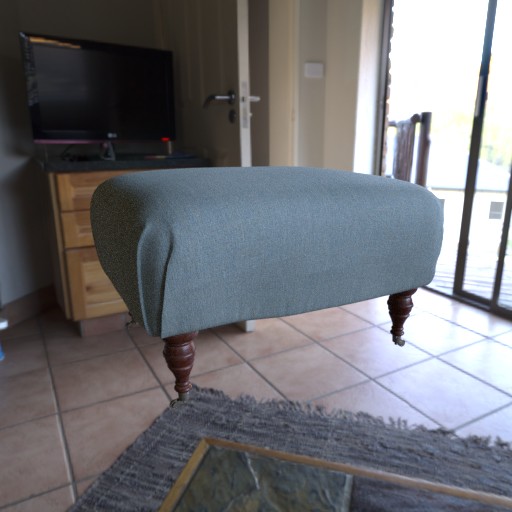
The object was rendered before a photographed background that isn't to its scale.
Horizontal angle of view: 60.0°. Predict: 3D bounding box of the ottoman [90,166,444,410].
[{"bbox_3d":[0.000,0.000,1.147,0.747,0.450,0.622,-7,17,-26],"label":"ottoman"}]
